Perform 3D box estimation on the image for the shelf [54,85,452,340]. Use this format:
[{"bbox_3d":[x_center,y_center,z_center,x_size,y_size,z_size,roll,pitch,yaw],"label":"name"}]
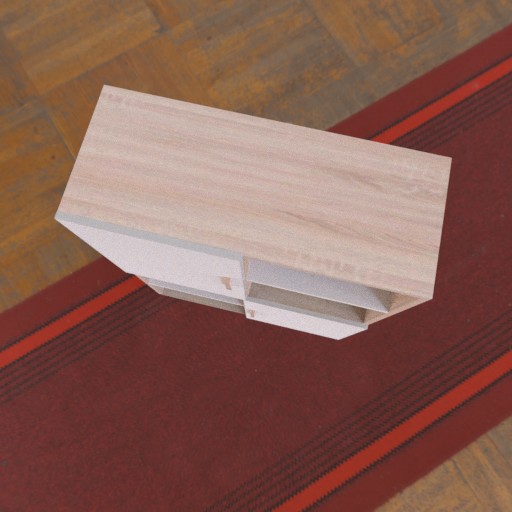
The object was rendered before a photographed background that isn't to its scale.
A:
[{"bbox_3d":[0.000,0.000,1.863,0.995,1.405,0.434,13,76,3],"label":"shelf"}]
